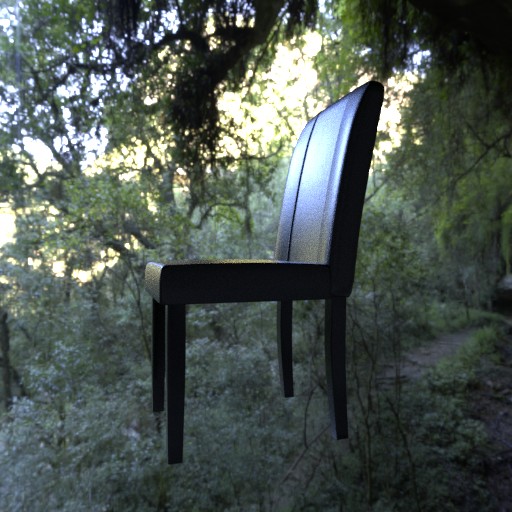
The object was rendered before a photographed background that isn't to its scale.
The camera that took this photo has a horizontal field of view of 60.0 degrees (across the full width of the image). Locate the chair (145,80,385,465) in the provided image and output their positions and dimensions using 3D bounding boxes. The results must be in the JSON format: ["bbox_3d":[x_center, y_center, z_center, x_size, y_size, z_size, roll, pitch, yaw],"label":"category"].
[{"bbox_3d":[0.000,0.000,1.203,0.556,0.897,0.399,0,0,-19],"label":"chair"}]
